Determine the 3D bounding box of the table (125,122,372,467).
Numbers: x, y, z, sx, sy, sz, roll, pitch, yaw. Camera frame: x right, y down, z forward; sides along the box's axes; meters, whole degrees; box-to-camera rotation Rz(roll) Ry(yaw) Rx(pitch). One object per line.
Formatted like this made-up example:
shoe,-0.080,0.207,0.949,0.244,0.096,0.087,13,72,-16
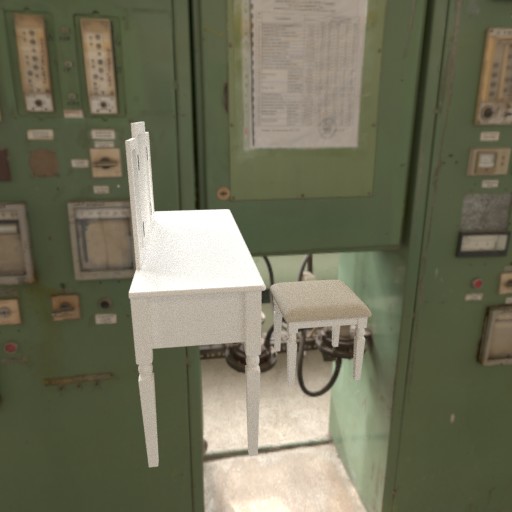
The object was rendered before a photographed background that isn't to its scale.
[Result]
table,0.000,0.000,2.265,1.115,1.310,1.369,-3,18,-8
